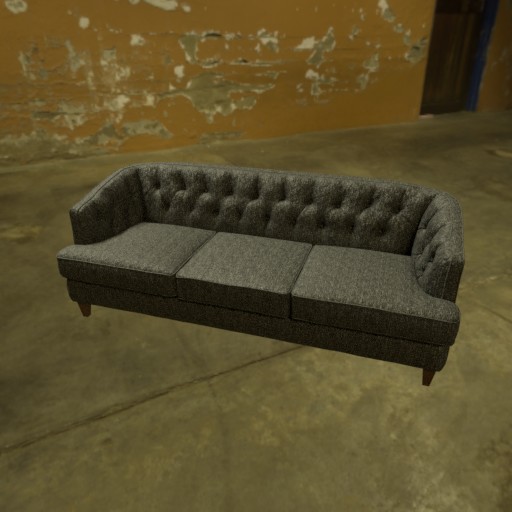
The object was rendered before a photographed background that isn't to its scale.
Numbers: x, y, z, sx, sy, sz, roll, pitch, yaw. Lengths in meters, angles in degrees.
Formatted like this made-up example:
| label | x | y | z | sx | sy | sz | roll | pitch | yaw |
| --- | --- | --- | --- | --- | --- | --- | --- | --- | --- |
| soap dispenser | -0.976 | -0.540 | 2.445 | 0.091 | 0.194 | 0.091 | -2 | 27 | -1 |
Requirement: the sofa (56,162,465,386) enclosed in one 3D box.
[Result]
| label | x | y | z | sx | sy | sz | roll | pitch | yaw |
| --- | --- | --- | --- | --- | --- | --- | --- | --- | --- |
| sofa | 0.000 | 0.000 | 2.738 | 2.278 | 0.855 | 0.941 | 8 | 27 | 16 |
